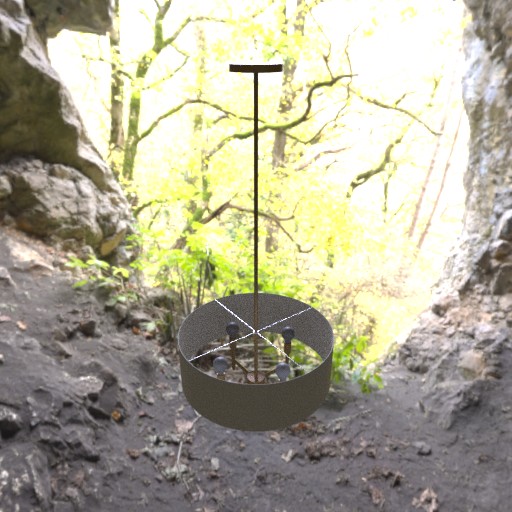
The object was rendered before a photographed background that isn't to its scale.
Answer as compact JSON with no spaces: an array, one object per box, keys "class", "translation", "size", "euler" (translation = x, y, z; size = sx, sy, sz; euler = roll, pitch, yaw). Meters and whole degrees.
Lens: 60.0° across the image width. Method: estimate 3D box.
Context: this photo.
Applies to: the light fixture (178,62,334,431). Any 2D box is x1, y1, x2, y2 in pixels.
[{"class":"light fixture","translation":[0.000,0.000,1.338],"size":[0.508,1.067,0.508],"euler":[0,25,0]}]
